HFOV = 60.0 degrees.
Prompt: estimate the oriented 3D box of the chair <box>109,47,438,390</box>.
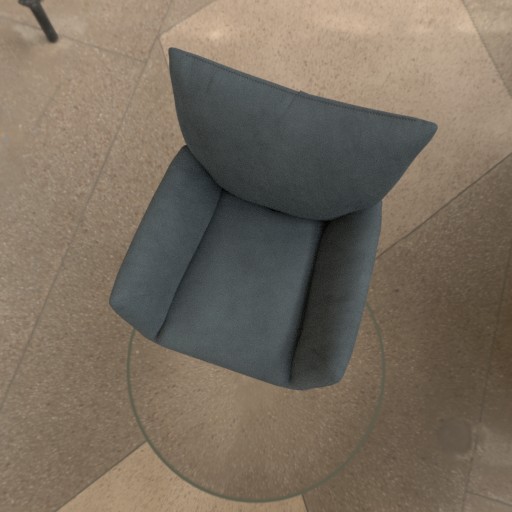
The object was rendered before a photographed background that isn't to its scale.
[{"bbox_3d":[0.000,0.000,1.388,0.678,0.858,0.709,18,77,4],"label":"chair"}]
